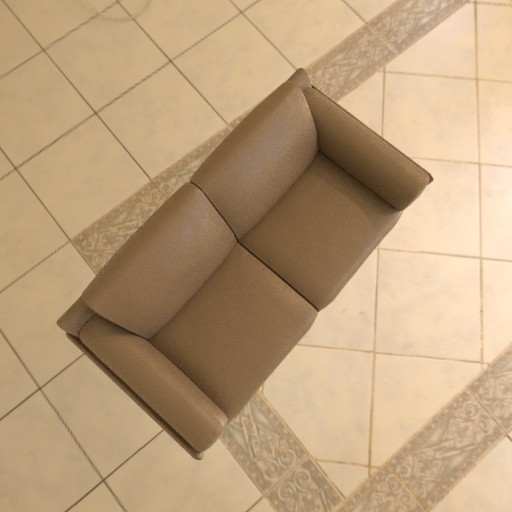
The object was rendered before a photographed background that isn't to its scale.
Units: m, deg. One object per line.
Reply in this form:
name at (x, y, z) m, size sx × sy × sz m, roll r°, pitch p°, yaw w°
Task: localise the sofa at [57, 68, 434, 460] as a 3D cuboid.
sofa at (0.000, 0.000, 2.656) m, size 1.049 × 0.930 × 2.101 m, roll 40°, pitch 80°, yaw 8°
